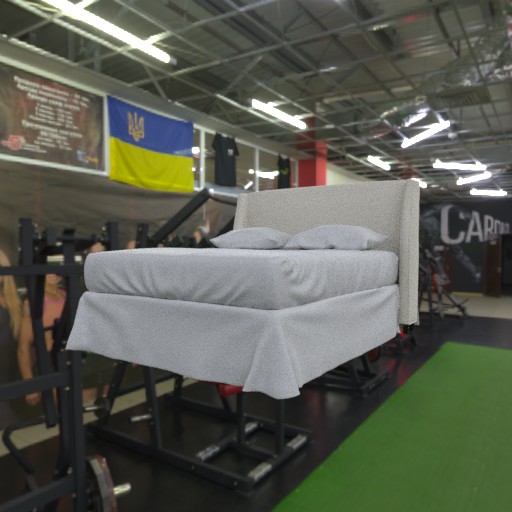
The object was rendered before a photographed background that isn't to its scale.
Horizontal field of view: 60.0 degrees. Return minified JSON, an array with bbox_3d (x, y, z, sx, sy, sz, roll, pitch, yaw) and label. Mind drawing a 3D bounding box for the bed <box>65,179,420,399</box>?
[{"bbox_3d":[0.000,0.000,3.511,1.925,1.332,2.276,1,2,36],"label":"bed"}]
